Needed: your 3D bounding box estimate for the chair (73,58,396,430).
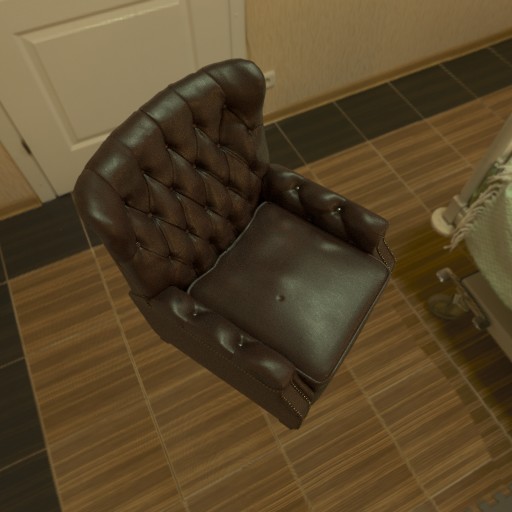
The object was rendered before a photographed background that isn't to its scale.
[{"bbox_3d":[0.000,0.000,1.479,0.823,0.864,0.709,31,64,17],"label":"chair"}]
